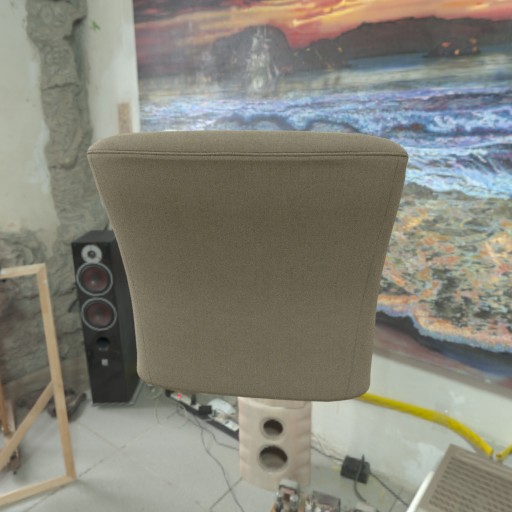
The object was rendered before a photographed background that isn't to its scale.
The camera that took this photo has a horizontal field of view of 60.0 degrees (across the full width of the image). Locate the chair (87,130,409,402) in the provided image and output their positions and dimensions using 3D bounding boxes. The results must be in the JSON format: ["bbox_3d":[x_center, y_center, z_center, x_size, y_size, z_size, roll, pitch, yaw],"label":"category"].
[{"bbox_3d":[0.000,0.000,1.567,0.864,0.856,0.923,2,16,8],"label":"chair"}]
